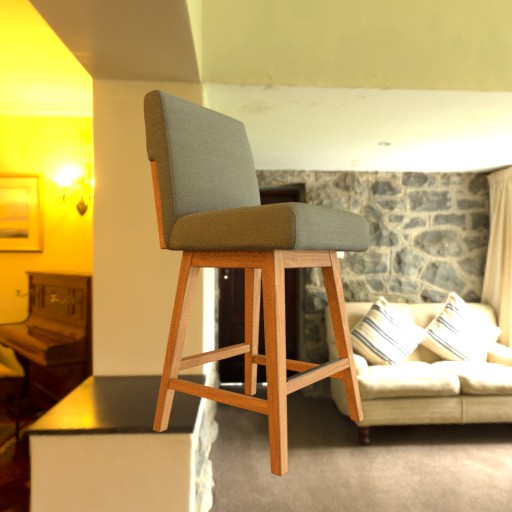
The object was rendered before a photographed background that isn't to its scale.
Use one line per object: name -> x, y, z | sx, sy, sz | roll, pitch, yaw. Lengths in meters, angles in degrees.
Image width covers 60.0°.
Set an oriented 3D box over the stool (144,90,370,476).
stool -> 0.000, 0.000, 1.353 | 0.570, 1.019, 0.459 | 0, 0, 37
